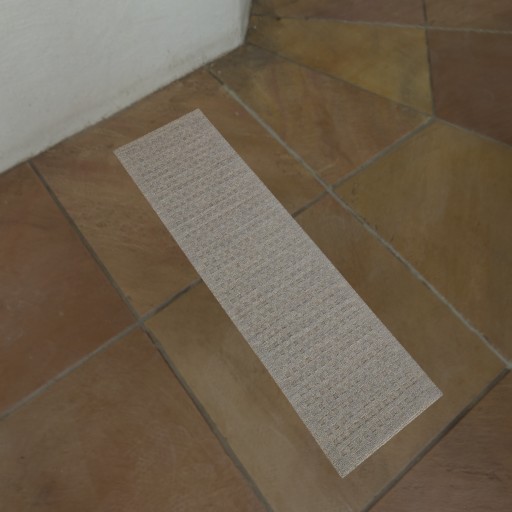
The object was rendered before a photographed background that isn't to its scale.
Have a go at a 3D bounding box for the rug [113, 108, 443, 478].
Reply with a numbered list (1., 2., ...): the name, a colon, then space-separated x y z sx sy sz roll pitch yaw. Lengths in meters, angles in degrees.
1. rug: 0.000 0.000 2.668 0.688 0.005 2.437 -32 67 -15
